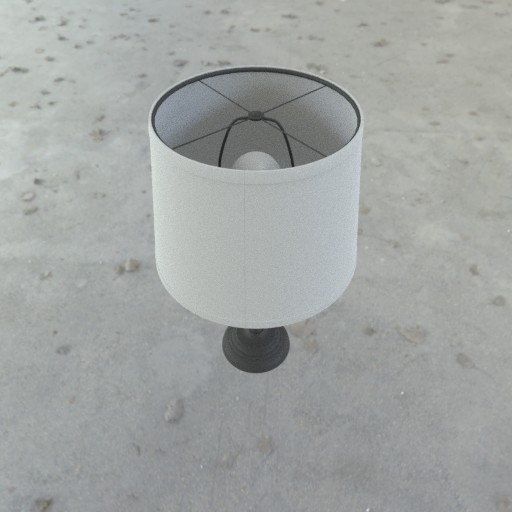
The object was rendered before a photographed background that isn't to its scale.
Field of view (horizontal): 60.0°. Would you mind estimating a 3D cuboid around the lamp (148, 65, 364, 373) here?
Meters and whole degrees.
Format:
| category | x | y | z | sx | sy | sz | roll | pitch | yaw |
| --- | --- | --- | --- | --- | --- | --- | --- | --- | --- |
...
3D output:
| category | x | y | z | sx | sy | sz | roll | pitch | yaw |
| --- | --- | --- | --- | --- | --- | --- | --- | --- | --- |
| lamp | 0.000 | 0.000 | 0.708 | 0.310 | 0.501 | 0.310 | 0 | 46 | 0 |
